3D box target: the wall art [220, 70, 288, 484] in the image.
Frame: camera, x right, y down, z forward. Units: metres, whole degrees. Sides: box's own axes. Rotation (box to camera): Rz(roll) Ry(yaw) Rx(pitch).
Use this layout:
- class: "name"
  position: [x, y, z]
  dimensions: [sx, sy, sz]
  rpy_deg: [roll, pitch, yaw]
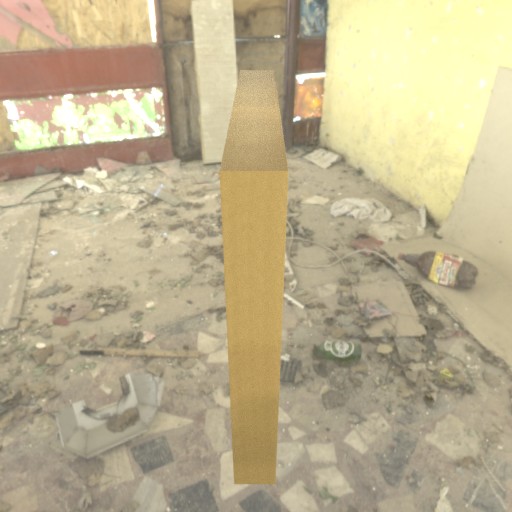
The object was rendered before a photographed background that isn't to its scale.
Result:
- class: "wall art"
  position: [0.000, 0.000, 0.455]
  dimensions: [0.038, 0.305, 0.304]
  rpy_deg: [0, 32, 0]
